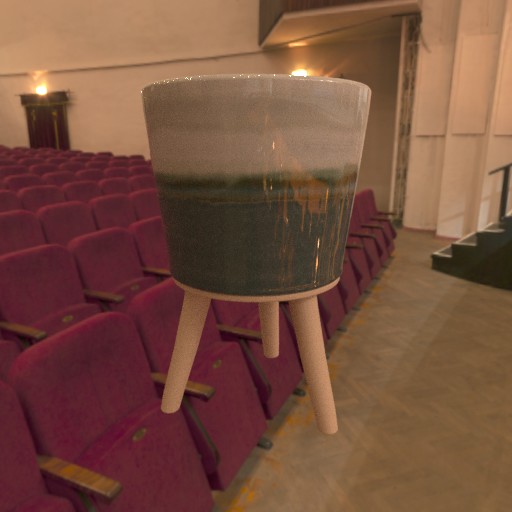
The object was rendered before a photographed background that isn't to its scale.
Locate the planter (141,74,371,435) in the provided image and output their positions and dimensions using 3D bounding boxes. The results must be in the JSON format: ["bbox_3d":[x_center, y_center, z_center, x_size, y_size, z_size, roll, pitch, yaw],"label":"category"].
[{"bbox_3d":[0.000,0.000,0.469,0.217,0.331,0.217,7,16,24],"label":"planter"}]
